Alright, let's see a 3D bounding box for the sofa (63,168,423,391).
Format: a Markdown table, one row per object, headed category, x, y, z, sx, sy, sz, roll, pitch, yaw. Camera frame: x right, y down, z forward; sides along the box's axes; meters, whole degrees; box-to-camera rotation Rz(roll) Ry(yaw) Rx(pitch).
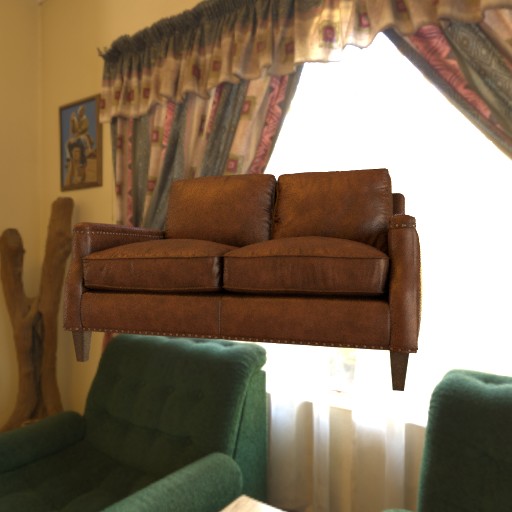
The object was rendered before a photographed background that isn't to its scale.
| category | x | y | z | sx | sy | sz | roll | pitch | yaw |
| --- | --- | --- | --- | --- | --- | --- | --- | --- | --- |
| sofa | 0.000 | 0.000 | 2.344 | 1.628 | 1.003 | 1.083 | 0 | 0 | 18 |
